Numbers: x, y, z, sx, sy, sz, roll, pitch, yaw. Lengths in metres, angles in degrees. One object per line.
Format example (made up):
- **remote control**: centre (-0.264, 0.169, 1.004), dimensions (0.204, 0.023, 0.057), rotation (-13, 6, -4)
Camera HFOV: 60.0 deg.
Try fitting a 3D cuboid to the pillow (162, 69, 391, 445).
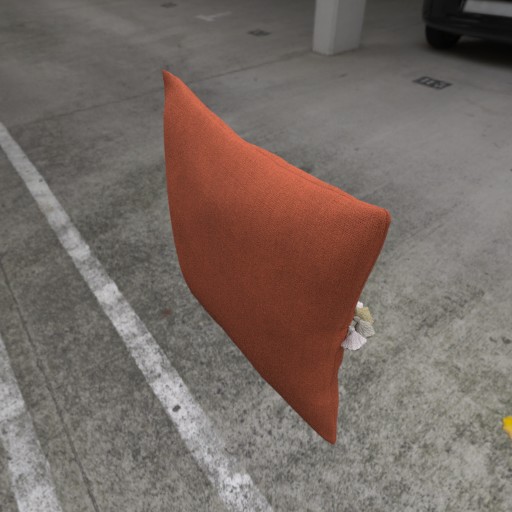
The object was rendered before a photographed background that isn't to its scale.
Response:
- **pillow**: centre (0.000, 0.000, 0.733), dimensions (0.165, 0.482, 0.490), rotation (-26, 49, -26)
